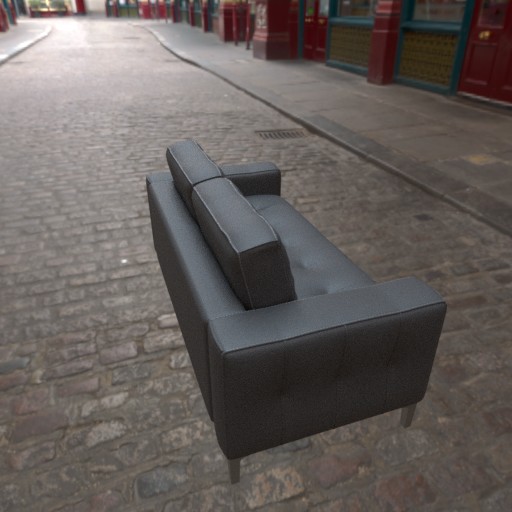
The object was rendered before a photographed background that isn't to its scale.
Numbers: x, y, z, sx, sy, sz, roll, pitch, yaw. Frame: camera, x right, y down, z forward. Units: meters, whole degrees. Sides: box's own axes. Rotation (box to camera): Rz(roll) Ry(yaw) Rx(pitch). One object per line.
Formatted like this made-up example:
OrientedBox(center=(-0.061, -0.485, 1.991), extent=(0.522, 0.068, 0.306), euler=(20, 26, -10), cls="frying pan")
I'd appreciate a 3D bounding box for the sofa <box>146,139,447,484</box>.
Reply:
OrientedBox(center=(0.000, 0.000, 2.178), extent=(0.833, 0.893, 1.726), euler=(-10, 31, -17), cls="sofa")
